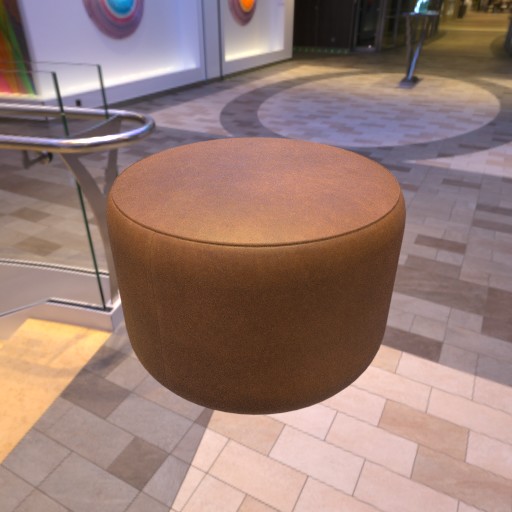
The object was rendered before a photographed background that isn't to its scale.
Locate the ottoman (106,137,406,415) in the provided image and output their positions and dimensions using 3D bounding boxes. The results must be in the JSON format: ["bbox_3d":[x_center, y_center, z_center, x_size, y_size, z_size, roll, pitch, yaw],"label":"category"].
[{"bbox_3d":[0.000,0.000,1.001,0.607,0.438,0.607,0,30,0],"label":"ottoman"}]
